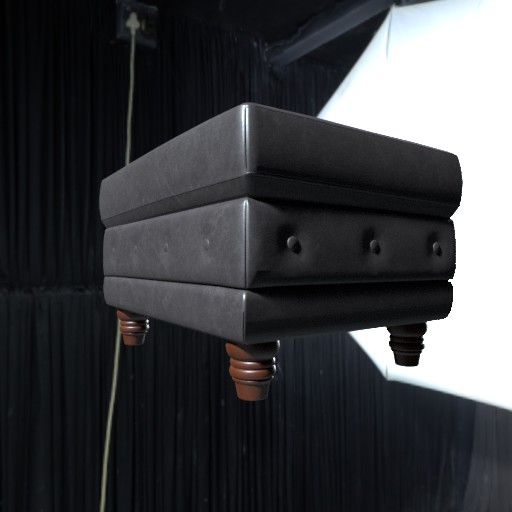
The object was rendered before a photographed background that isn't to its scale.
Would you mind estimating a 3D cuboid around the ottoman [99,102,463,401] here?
[{"bbox_3d":[0.000,0.000,1.135,0.590,0.498,0.795,1,-1,-35],"label":"ottoman"}]
